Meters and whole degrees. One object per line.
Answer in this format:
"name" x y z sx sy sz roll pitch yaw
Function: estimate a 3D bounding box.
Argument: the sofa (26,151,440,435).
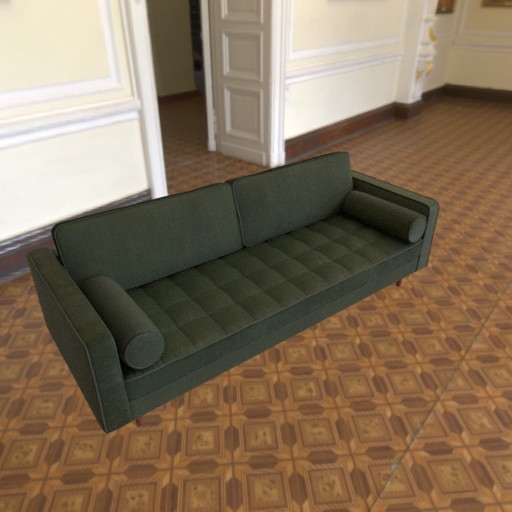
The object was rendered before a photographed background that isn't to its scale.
"sofa" 0.000 0.000 2.537 2.199 0.769 0.918 -21 36 -31
